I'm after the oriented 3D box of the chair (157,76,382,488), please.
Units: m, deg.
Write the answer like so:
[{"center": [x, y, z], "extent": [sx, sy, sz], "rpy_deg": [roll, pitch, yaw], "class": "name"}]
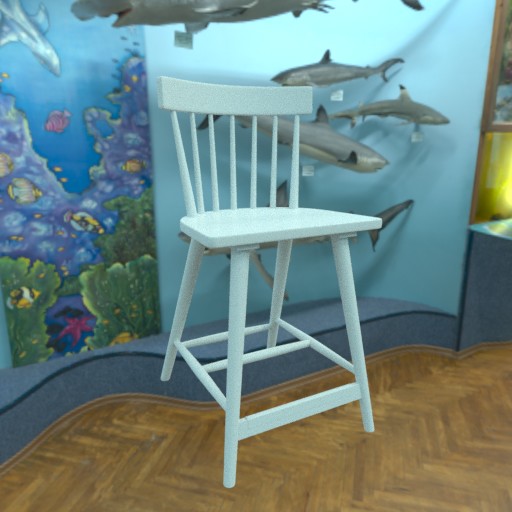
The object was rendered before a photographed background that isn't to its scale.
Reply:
[{"center": [0.000, 0.000, 1.269], "extent": [0.483, 0.952, 0.572], "rpy_deg": [-8, 16, -27], "class": "chair"}]
